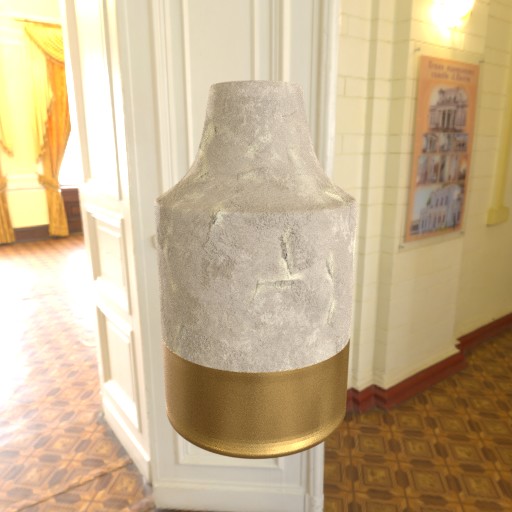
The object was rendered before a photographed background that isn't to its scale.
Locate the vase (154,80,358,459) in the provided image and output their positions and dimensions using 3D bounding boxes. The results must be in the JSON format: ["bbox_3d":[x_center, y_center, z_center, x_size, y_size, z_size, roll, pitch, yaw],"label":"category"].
[{"bbox_3d":[0.000,0.000,0.423,0.184,0.305,0.184,0,15,0],"label":"vase"}]
